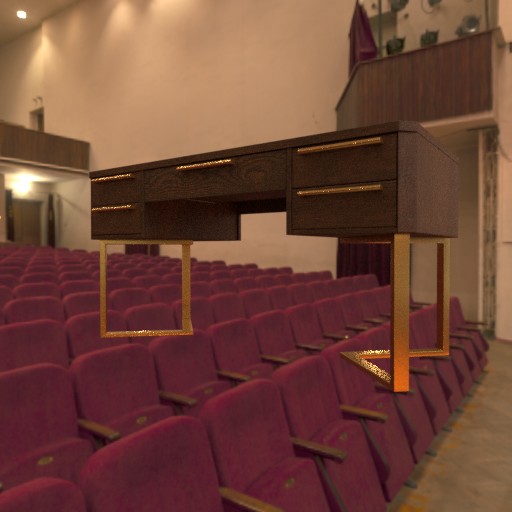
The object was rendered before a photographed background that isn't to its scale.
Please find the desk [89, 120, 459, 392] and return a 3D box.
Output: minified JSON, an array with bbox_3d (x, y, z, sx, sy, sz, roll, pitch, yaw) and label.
[{"bbox_3d":[0.000,0.000,1.884,1.479,0.762,0.684,1,1,35],"label":"desk"}]
